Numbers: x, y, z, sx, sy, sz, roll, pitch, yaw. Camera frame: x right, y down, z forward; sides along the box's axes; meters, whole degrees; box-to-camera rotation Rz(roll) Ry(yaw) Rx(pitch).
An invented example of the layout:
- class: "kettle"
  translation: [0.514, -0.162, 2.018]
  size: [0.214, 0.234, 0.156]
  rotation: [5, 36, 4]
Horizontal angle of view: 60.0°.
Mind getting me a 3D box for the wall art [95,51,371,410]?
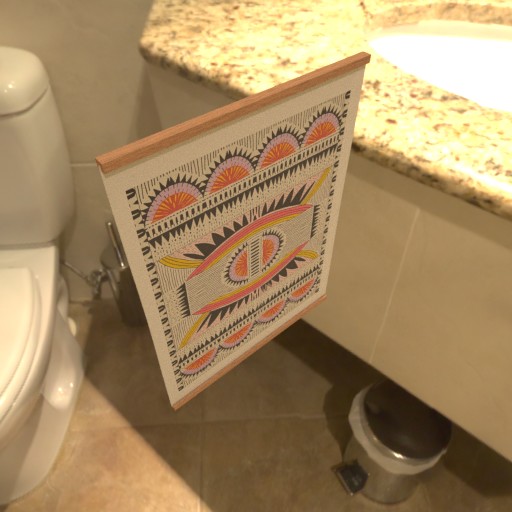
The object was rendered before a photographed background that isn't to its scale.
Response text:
- class: "wall art"
  translation: [0.000, 0.000, 1.350]
  size: [0.765, 1.016, 0.028]
  rotation: [-32, 54, -27]
